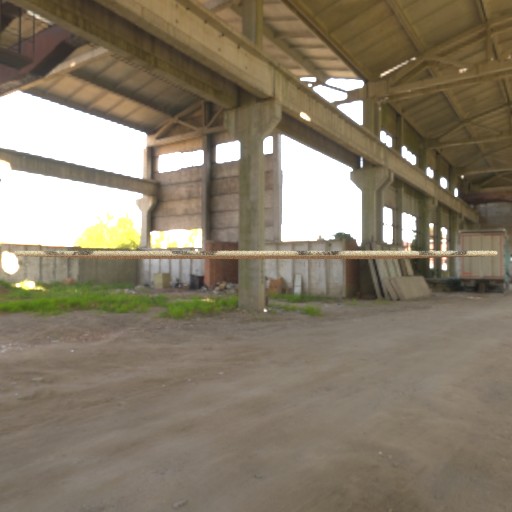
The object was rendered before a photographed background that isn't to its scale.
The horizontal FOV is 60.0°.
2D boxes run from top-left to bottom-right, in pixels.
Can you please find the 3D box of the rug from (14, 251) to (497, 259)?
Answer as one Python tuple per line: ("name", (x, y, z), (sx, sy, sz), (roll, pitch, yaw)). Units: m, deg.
("rug", (0.000, 0.000, 2.884), (2.348, 0.024, 1.501), (0, -1, 1))
